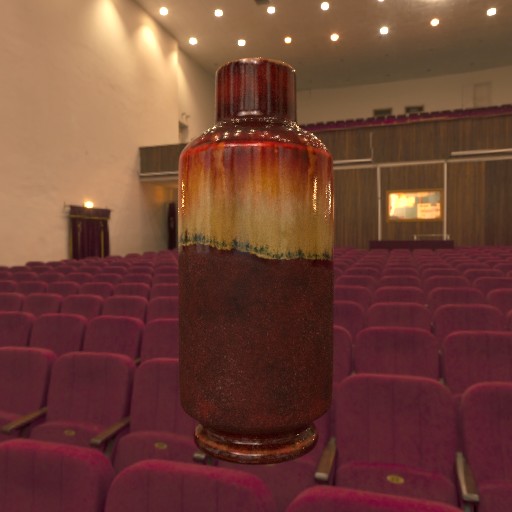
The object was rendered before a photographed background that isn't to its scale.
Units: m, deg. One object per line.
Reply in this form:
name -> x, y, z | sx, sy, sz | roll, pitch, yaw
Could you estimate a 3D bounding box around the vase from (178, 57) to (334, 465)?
vase -> 0.000, 0.000, 0.320 | 0.111, 0.261, 0.111 | 0, 1, 0
